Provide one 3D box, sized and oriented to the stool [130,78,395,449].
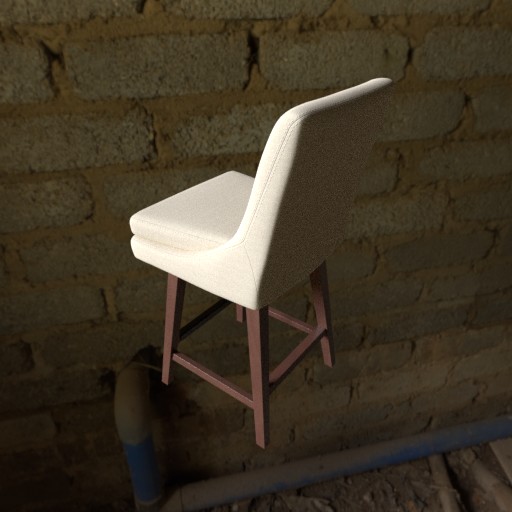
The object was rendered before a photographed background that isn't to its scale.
[{"bbox_3d":[0.000,0.000,1.306,0.559,0.991,0.483,21,37,31],"label":"stool"}]
